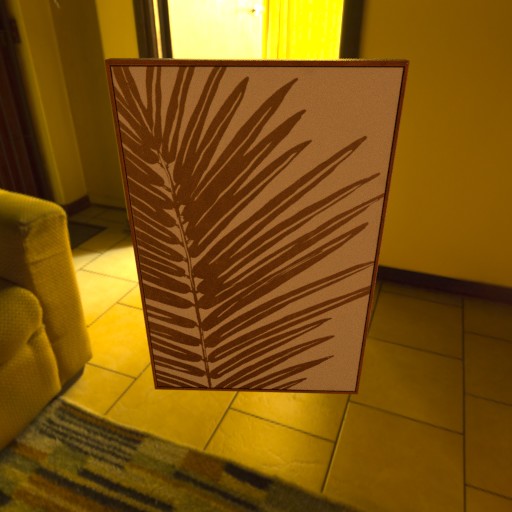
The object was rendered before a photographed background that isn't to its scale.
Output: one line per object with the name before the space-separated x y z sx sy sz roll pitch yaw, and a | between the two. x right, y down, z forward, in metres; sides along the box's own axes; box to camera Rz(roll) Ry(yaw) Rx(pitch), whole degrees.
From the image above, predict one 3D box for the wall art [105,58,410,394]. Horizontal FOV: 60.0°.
wall art | 0.000 0.000 1.123 0.610 0.914 0.037 1 29 2
